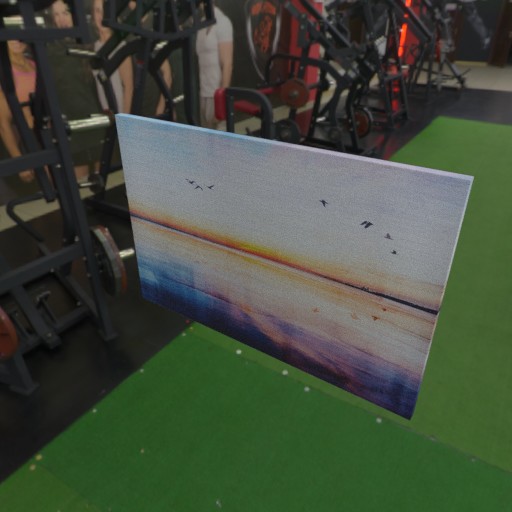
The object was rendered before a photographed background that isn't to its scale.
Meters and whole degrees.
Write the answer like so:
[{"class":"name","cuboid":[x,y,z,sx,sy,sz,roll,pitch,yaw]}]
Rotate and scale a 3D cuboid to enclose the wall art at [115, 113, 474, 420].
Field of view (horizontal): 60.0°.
[{"class":"wall art","cuboid":[0.000,0.000,1.428,1.137,0.756,0.034,19,35,29]}]
